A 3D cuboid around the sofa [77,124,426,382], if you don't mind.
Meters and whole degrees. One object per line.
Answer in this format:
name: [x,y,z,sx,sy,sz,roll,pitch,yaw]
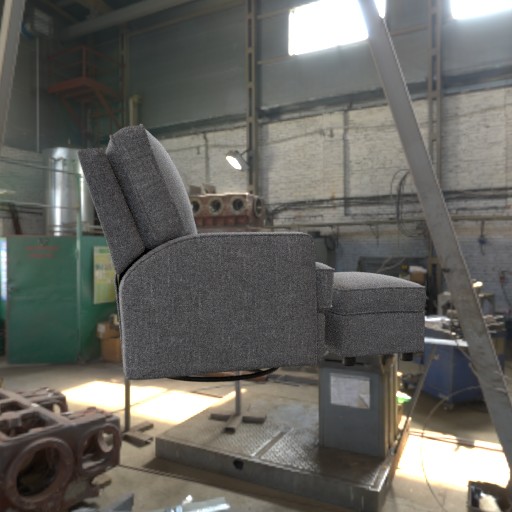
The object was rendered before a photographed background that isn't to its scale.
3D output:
sofa: [0.000,0.000,2.045,1.472,0.959,0.861,0,1,-17]
